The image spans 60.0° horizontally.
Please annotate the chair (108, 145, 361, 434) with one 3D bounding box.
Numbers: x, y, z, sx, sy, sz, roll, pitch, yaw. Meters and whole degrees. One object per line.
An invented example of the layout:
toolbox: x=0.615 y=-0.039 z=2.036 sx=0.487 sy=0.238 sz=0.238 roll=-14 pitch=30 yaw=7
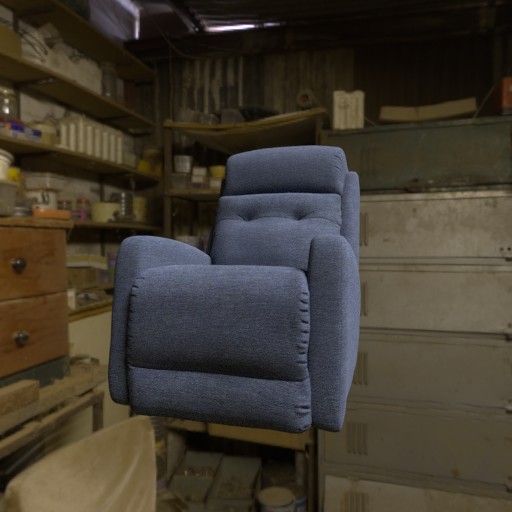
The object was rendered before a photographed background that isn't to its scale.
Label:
chair: x=0.000 y=0.000 z=1.748 sx=0.798 sy=1.013 sz=1.043 roll=0 pitch=1 yaw=18
